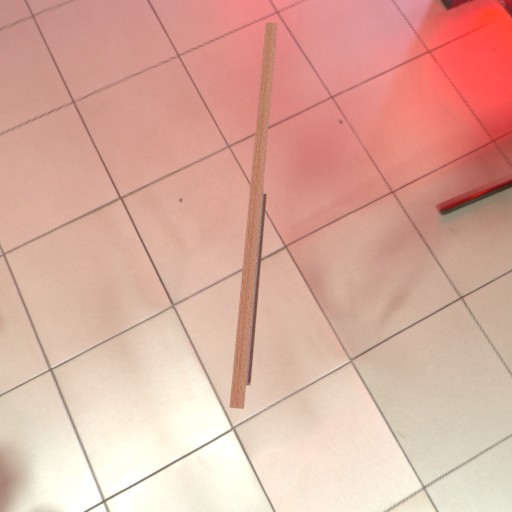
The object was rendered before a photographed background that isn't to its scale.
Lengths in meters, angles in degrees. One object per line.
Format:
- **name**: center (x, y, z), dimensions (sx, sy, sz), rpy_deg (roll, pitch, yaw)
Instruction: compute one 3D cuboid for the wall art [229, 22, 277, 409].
- **wall art**: center (0.000, 0.000, 0.687), dimensions (0.013, 0.508, 0.406), rpy_deg (5, 76, 1)
